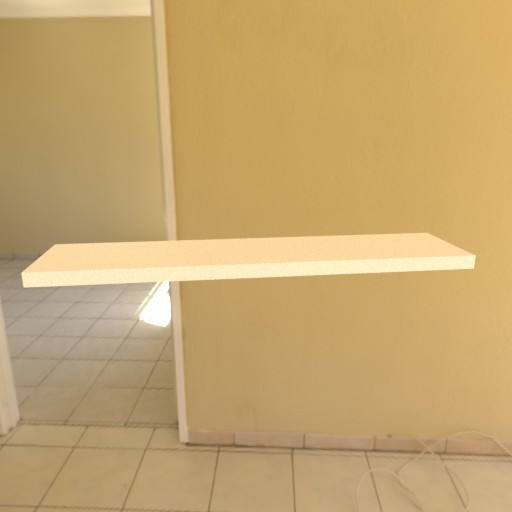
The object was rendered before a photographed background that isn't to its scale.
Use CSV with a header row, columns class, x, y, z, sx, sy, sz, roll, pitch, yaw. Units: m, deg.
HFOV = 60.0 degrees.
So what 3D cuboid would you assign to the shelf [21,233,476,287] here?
class,x,y,z,sx,sy,sz,roll,pitch,yaw
shelf,0.000,0.000,0.660,0.610,0.020,0.140,-2,16,-7
